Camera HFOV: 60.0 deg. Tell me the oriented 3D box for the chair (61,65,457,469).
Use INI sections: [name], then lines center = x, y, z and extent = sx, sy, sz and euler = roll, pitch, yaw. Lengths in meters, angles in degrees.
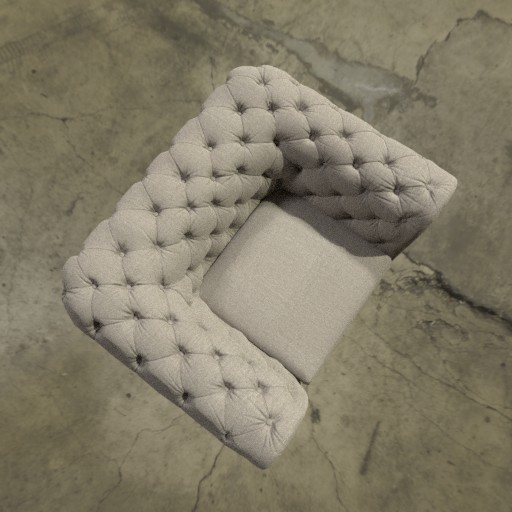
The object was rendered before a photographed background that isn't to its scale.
[chair]
center = 0.000, 0.000, 1.882
extent = 0.976, 0.770, 1.270
euler = 35, 78, 9
